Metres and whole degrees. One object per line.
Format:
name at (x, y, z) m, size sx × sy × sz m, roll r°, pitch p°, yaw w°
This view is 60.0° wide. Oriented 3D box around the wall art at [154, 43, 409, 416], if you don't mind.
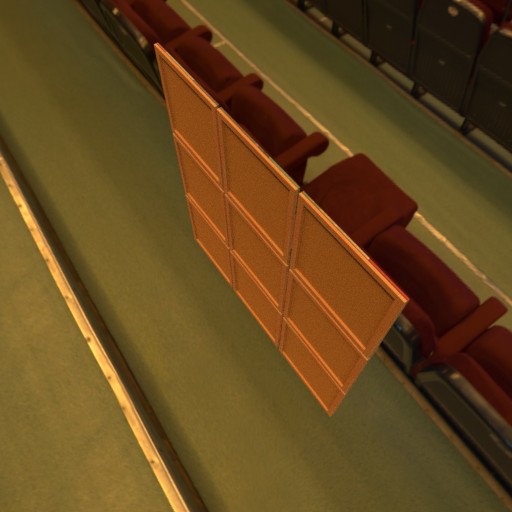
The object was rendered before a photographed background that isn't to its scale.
wall art at (0.000, 0.000, 1.350) m, size 0.012 × 0.910 × 0.911 m, roll -31°, pitch 63°, yaw -18°
